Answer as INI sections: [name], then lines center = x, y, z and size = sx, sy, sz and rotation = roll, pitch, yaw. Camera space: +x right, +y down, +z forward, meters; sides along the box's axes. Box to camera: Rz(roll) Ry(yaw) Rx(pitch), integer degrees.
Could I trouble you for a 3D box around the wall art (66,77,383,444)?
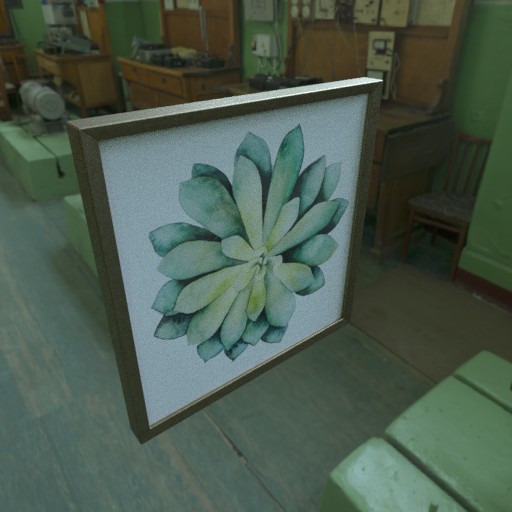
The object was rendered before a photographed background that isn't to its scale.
[wall art]
center = 0.000, 0.000, 0.735
size = 0.503, 0.506, 0.040
rotation = -22, 37, -32
